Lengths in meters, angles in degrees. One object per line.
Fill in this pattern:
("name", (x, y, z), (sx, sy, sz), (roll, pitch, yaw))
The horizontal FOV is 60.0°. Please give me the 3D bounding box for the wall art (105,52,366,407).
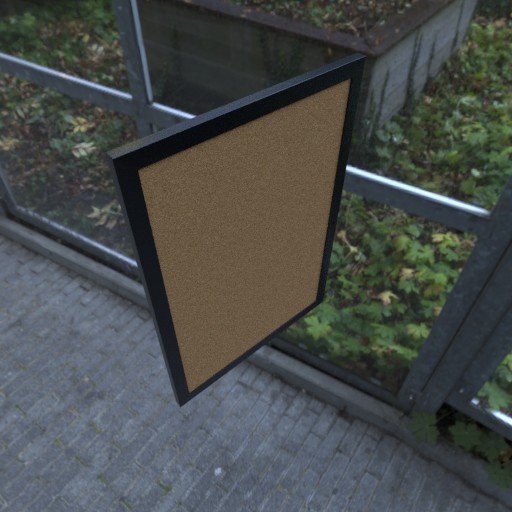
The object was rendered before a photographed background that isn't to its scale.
("wall art", (0.000, 0.000, 0.869), (0.462, 0.656, 0.019), (-32, 54, -27))
